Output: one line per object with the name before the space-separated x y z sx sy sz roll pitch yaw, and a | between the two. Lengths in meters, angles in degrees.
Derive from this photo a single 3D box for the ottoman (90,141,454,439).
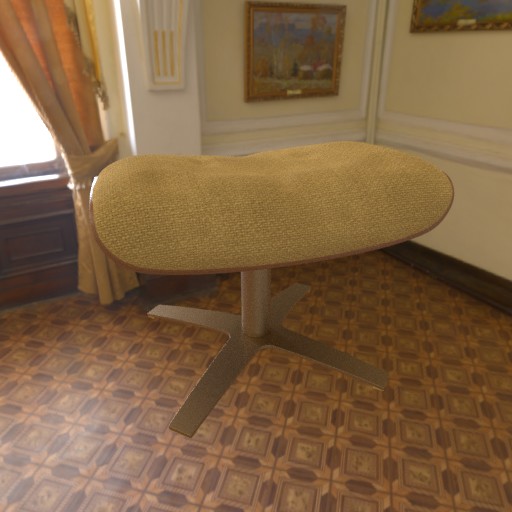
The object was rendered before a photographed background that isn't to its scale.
ottoman | 0.000 0.000 0.806 0.520 0.391 0.394 -8 27 -16
